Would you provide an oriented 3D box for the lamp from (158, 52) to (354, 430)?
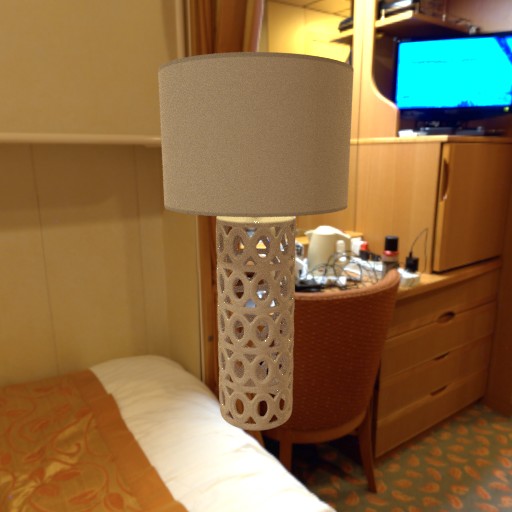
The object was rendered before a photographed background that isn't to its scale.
[{"bbox_3d":[0.000,0.000,0.824,0.325,0.636,0.324,2,13,8],"label":"lamp"}]
